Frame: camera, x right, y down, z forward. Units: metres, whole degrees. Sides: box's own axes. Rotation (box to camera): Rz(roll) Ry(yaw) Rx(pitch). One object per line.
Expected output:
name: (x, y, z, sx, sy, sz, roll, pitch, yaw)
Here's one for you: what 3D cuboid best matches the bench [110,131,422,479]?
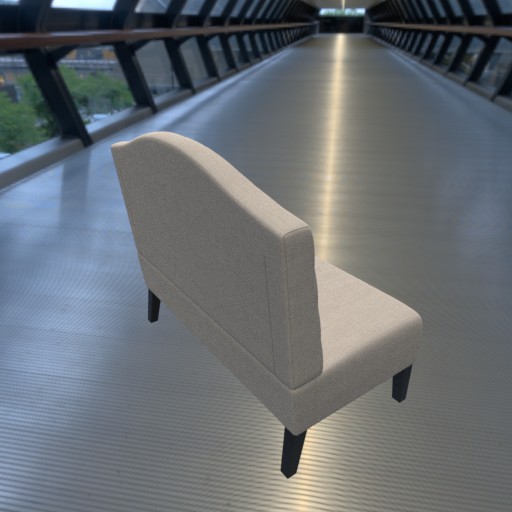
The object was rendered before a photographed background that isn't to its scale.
bench: (0.000, 0.000, 2.051, 0.815, 1.180, 1.335, -18, 32, -32)
